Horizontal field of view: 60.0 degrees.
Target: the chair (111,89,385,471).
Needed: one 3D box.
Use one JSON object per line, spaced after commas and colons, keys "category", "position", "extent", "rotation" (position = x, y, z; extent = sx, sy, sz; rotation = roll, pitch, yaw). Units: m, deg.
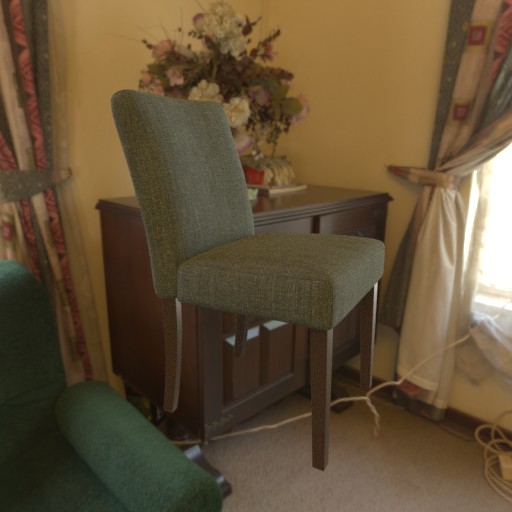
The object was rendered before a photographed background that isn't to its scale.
{"category": "chair", "position": [0.000, 0.000, 1.263], "extent": [0.629, 0.884, 0.487], "rotation": [8, 16, 28]}
